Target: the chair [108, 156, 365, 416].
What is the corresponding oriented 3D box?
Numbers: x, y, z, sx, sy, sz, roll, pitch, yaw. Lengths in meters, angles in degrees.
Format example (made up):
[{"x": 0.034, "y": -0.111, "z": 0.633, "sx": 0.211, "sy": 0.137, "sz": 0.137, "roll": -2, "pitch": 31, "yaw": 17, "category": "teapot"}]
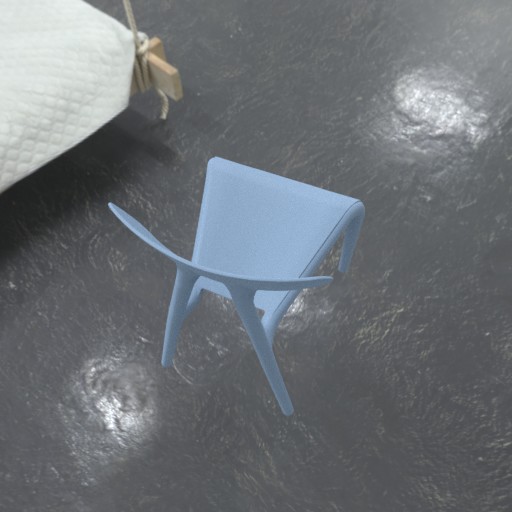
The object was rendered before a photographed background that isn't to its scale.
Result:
[{"x": 0.000, "y": 0.000, "z": 0.826, "sx": 0.356, "sy": 0.580, "sz": 0.401, "roll": 19, "pitch": 63, "yaw": 10, "category": "chair"}]
